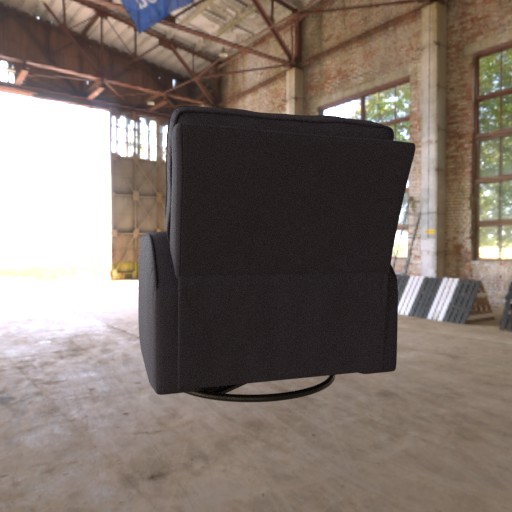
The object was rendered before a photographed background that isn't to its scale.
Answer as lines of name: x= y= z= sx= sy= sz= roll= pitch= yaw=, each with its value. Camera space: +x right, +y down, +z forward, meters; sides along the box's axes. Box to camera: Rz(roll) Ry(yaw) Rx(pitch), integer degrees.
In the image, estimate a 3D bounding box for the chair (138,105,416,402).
chair: x=0.000 y=0.000 z=1.724 sx=0.861 sy=0.962 sz=0.964 roll=0 pitch=1 yaw=-18
